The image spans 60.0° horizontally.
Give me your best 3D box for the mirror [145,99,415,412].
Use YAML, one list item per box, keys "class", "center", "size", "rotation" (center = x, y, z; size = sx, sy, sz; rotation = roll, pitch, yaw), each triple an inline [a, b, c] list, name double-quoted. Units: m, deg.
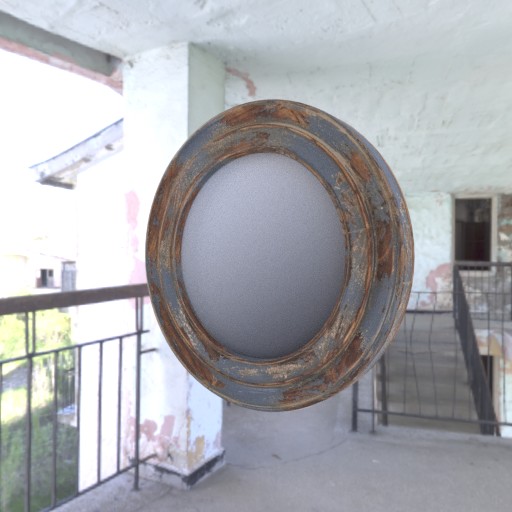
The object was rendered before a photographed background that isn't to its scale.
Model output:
- class: "mirror"
  center: [0.000, 0.000, 0.861]
  size: [0.585, 0.585, 0.061]
  rotation: [0, 1, 35]
